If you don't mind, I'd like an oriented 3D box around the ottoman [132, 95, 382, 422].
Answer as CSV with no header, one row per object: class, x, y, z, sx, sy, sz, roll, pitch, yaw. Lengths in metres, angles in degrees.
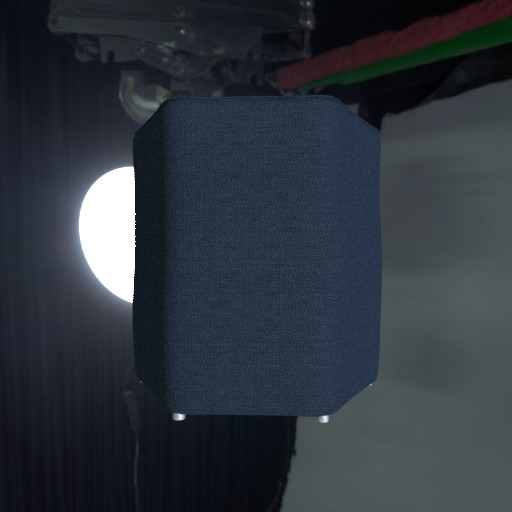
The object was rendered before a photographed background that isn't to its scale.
ottoman,0.000,0.000,0.882,0.454,0.505,0.492,0,1,36
